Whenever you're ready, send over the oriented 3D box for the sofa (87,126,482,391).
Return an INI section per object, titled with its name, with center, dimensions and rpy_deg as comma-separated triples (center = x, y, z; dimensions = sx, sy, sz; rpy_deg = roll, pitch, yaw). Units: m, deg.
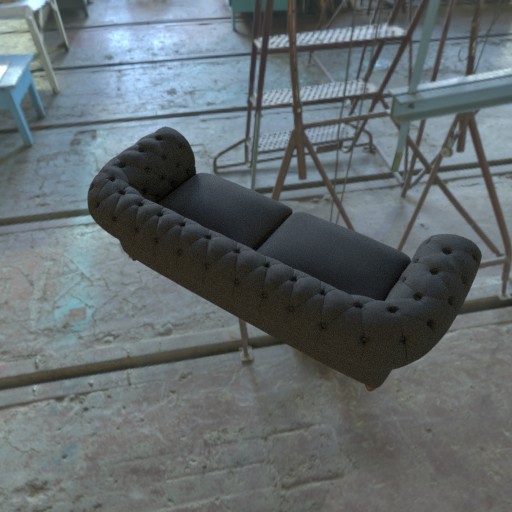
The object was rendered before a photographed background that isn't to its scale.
[sofa]
center = 0.000, 0.000, 2.784
dimensions = 2.362, 0.762, 0.991
rpy_deg = 25, 51, 23
